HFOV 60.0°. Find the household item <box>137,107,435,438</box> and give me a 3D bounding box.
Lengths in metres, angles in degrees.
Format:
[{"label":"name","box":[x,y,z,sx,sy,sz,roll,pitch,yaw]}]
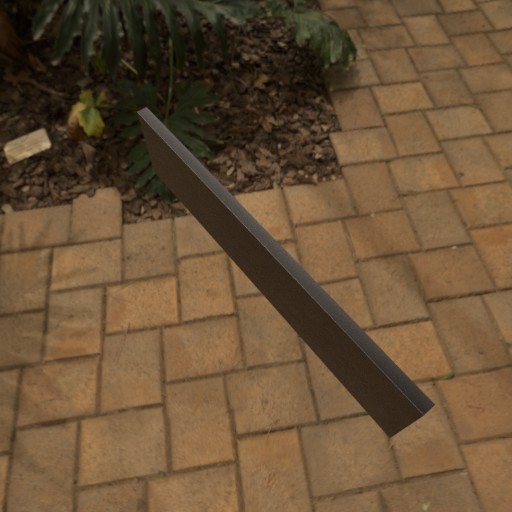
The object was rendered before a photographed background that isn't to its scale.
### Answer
[{"label":"household item","box":[0.000,0.000,1.095,0.030,0.236,1.001,-34,64,-19]}]
